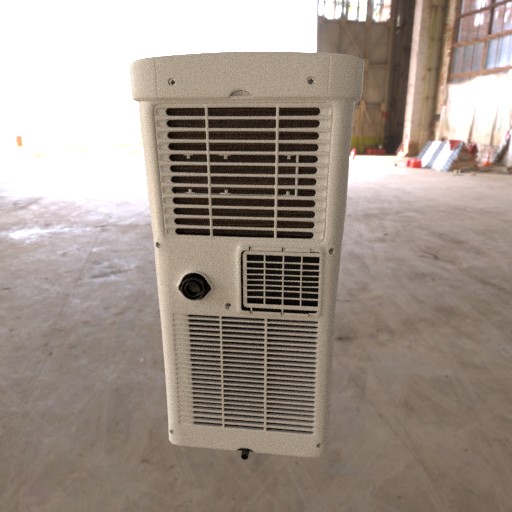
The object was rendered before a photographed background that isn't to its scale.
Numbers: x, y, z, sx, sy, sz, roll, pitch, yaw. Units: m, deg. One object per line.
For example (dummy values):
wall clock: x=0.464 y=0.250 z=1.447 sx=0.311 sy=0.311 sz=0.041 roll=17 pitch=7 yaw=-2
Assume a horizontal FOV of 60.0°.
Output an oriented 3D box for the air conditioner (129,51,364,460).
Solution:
air conditioner: x=0.000 y=0.000 z=0.898 sx=0.352 sy=0.716 sz=0.369 roll=2 pitch=17 yaw=7
